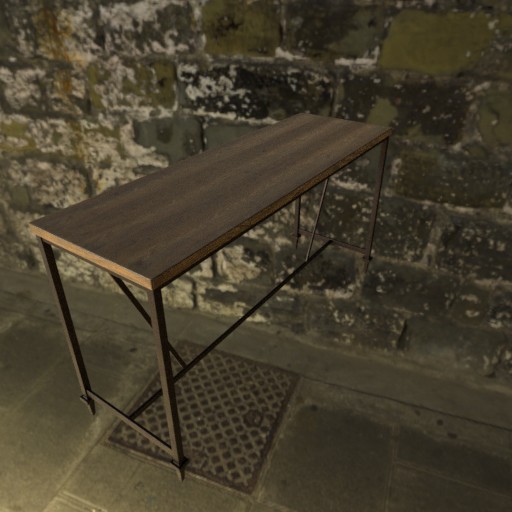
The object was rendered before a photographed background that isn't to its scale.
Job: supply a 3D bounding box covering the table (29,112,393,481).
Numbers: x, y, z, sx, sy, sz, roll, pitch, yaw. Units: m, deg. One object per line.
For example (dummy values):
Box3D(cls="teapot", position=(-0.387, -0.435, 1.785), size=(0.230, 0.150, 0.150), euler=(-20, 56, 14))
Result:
Box3D(cls="table", position=(0.000, 0.000, 2.072), size=(0.551, 0.902, 1.700), euler=(20, 37, 29))
